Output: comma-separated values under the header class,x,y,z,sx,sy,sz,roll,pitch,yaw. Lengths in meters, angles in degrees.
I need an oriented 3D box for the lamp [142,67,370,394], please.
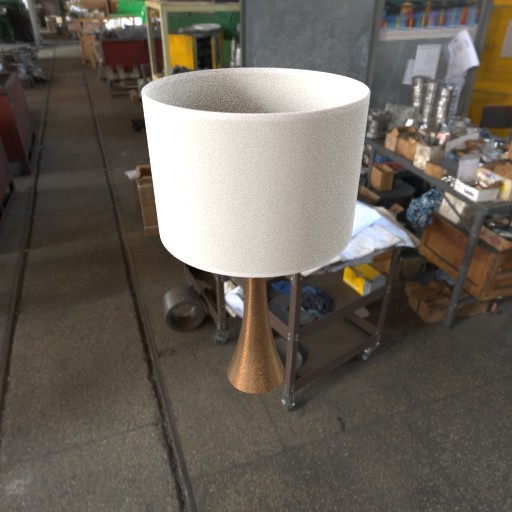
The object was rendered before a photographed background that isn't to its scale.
class,x,y,z,sx,sy,sz,roll,pitch,yaw
lamp,0.000,0.000,0.656,0.268,0.479,0.268,21,37,30
